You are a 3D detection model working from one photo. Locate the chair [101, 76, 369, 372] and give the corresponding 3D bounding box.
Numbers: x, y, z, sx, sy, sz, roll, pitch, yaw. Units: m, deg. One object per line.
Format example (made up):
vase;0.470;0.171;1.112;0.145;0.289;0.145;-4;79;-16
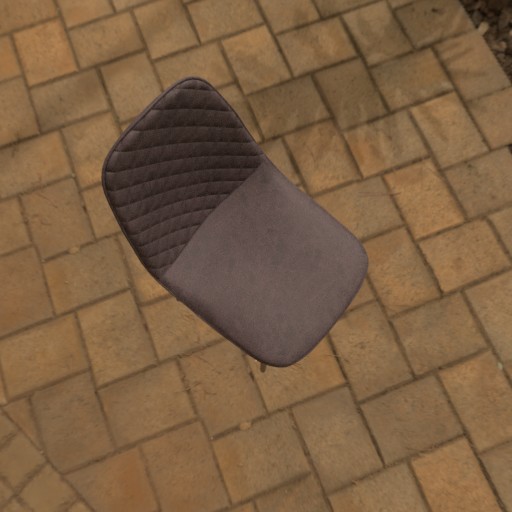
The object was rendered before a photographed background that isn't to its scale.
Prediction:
chair;0.000;0.000;1.222;0.561;0.889;0.472;39;80;8
